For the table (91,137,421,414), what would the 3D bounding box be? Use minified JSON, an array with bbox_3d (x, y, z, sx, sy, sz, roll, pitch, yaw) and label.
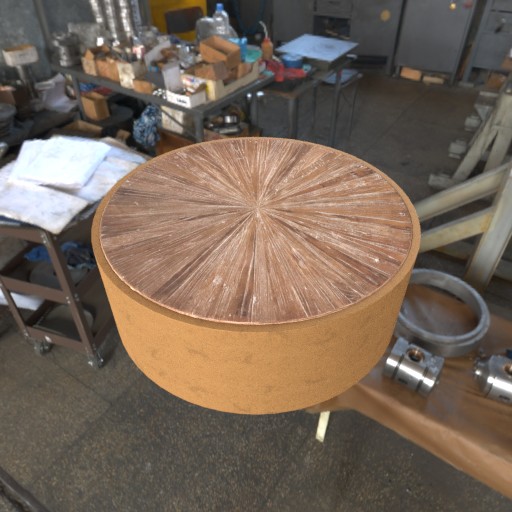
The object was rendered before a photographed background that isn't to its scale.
[{"bbox_3d":[0.000,0.000,1.528,1.001,0.409,1.001,0,41,0],"label":"table"}]
